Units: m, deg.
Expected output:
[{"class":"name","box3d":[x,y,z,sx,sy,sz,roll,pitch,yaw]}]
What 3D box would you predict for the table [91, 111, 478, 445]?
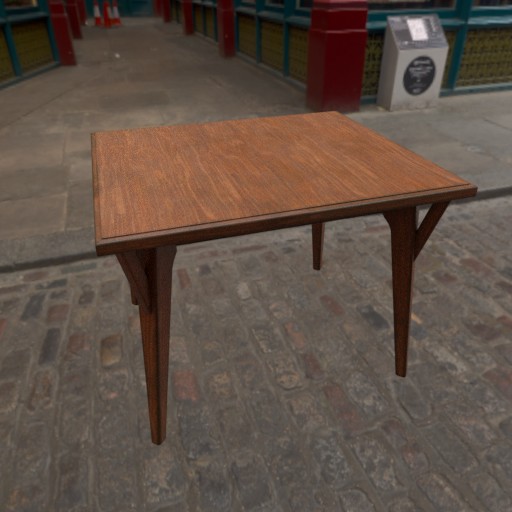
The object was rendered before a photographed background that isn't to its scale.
[{"class":"table","box3d":[0.000,0.000,1.604,0.991,0.761,0.838,-10,34,-15]}]
